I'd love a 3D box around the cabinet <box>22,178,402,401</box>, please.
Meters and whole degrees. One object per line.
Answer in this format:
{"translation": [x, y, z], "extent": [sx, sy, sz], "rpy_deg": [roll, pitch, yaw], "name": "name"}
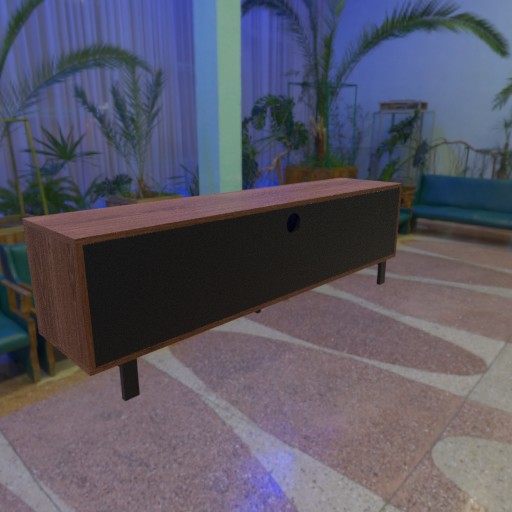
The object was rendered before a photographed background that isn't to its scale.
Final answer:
{"translation": [0.000, 0.000, 1.847], "extent": [1.650, 0.500, 0.400], "rpy_deg": [-15, 22, -43], "name": "cabinet"}
